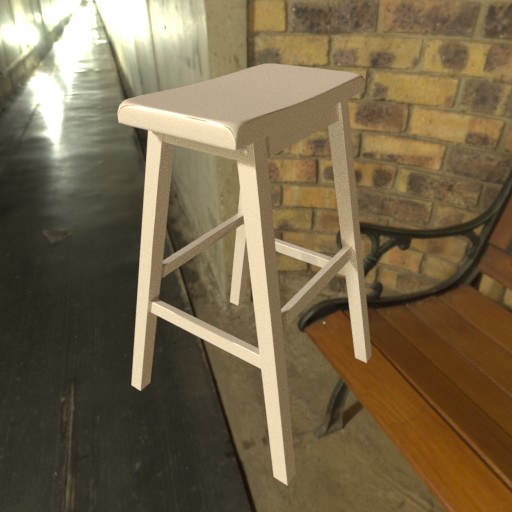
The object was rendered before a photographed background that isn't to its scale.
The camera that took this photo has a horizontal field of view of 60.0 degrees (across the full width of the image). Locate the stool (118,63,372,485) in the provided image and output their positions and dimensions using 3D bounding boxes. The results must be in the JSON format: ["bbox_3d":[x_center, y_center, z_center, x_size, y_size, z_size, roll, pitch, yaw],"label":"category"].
[{"bbox_3d":[0.000,0.000,1.006,0.476,0.737,0.457,20,38,29],"label":"stool"}]
